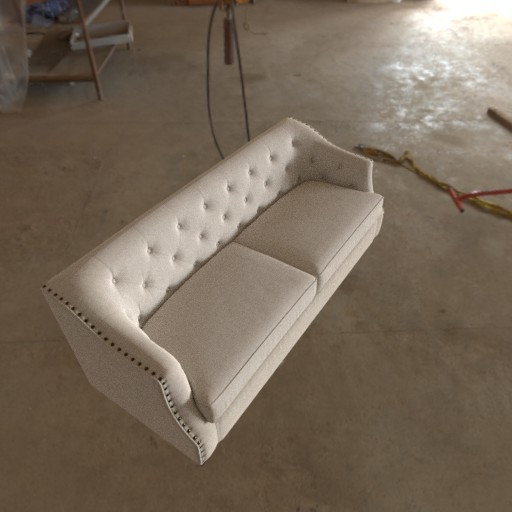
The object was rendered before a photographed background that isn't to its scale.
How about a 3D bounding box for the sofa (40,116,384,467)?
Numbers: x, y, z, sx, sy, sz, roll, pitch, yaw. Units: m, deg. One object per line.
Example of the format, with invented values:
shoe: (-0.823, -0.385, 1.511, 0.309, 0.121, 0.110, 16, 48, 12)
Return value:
sofa: (0.000, 0.000, 2.806, 0.914, 0.901, 2.235, 24, 47, 25)
